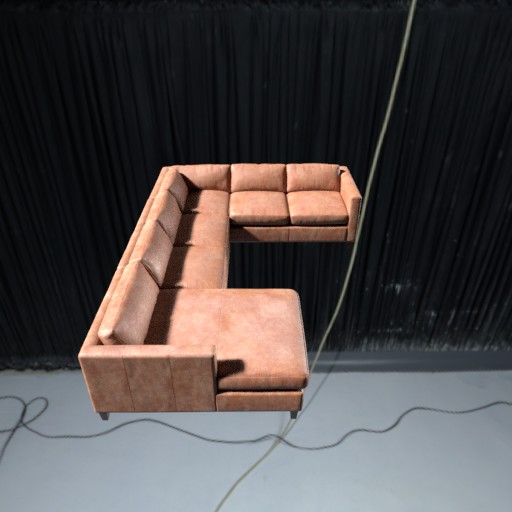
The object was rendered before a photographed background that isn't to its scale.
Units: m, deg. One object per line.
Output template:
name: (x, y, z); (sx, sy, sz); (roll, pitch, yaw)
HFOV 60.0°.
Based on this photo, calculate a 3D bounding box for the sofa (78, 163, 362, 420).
sofa: (0.000, 0.000, 4.558); (2.430, 0.832, 3.401); (0, 33, 0)
